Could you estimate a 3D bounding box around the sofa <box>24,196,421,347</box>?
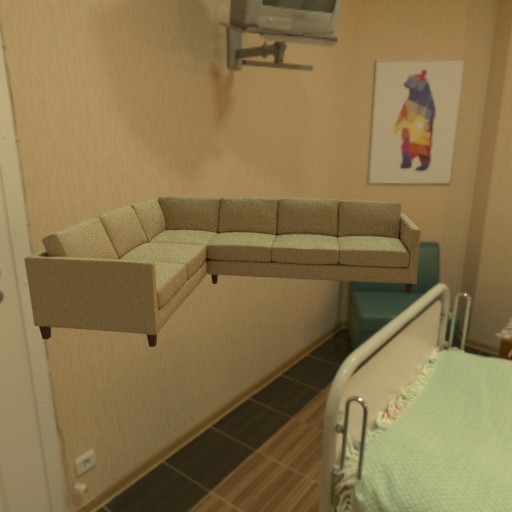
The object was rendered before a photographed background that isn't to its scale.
[{"bbox_3d":[0.000,0.000,4.318,3.182,0.863,2.432,2,16,8],"label":"sofa"}]
